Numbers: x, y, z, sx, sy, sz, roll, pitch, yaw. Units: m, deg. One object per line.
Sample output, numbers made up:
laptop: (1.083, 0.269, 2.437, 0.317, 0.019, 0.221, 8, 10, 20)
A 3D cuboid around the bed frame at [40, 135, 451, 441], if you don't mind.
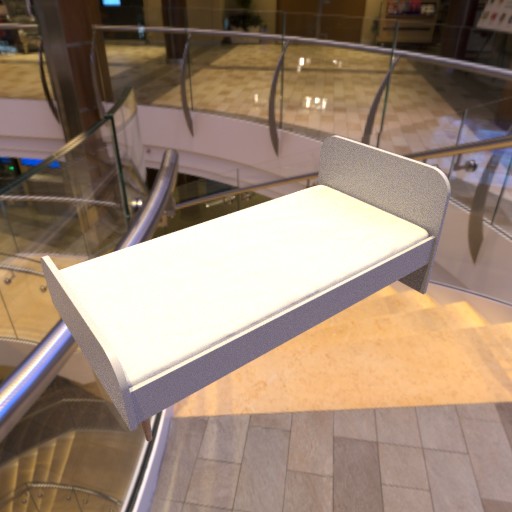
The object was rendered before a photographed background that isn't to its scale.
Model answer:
bed frame: (0.000, 0.000, 2.440, 1.963, 0.805, 0.998, -22, 38, -31)
